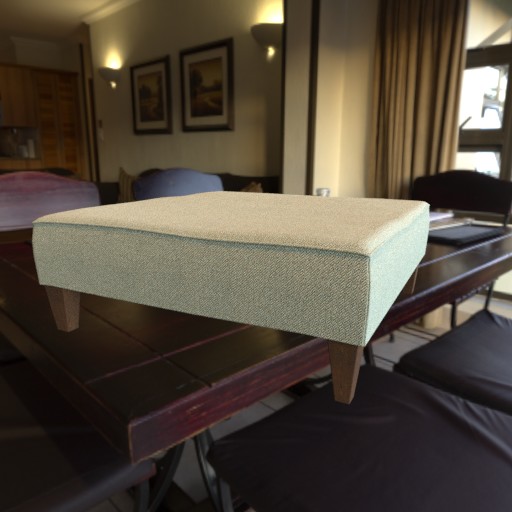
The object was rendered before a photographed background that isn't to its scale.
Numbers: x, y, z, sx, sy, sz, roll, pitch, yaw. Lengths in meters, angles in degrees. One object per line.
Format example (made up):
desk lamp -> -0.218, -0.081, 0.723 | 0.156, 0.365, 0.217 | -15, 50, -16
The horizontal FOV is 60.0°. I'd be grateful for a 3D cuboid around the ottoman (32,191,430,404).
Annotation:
ottoman -> 0.000, 0.000, 1.522 | 1.004, 0.379, 0.968 | 7, 15, 27
